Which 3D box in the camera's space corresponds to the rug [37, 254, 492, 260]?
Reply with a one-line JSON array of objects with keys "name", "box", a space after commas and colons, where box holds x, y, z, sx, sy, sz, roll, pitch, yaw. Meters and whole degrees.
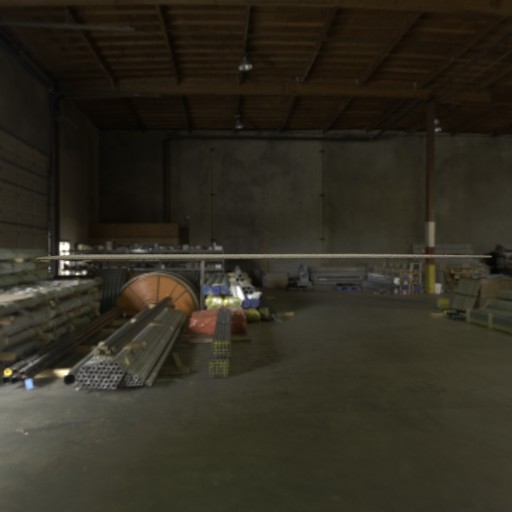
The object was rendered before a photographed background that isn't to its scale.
[{"name": "rug", "box": [0.000, 0.000, 2.967, 2.438, 0.012, 1.524, 0, 1, -18]}]
